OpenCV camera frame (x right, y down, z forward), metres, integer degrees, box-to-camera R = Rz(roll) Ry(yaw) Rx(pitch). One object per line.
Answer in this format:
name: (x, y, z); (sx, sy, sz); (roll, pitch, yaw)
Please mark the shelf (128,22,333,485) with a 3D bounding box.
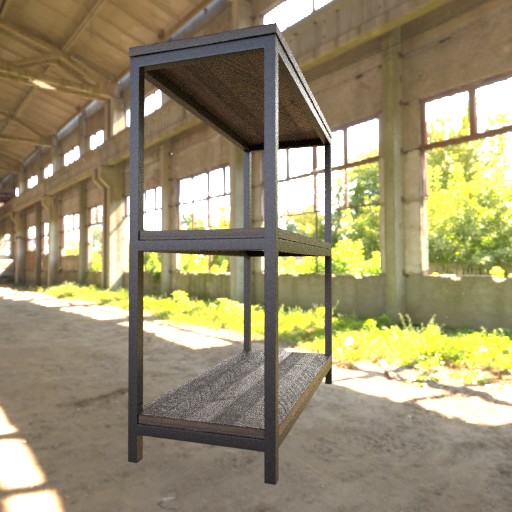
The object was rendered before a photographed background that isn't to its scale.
shelf: (0.000, 0.000, 1.350); (0.352, 0.947, 0.822); (0, -1, 18)
